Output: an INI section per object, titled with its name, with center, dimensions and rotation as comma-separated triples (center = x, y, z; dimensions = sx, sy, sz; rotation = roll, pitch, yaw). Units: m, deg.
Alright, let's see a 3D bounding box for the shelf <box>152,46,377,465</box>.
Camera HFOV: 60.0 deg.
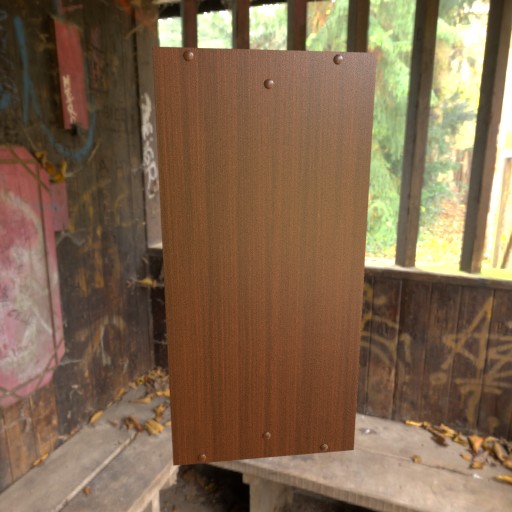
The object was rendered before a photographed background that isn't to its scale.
[shelf]
center = 0.000, 0.000, 0.756
dimensions = 0.290, 0.600, 0.253
rotation = -2, 13, -7
